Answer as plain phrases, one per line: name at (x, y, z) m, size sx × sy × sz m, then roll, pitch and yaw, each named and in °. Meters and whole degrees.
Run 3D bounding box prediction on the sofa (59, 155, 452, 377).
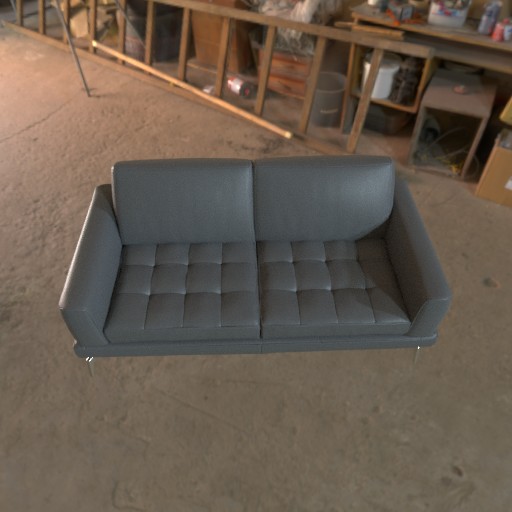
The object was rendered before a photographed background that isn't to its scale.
sofa at (0.000, 0.000, 2.804) m, size 2.177 × 0.930 × 1.121 m, roll -1°, pitch 48°, yaw -1°
